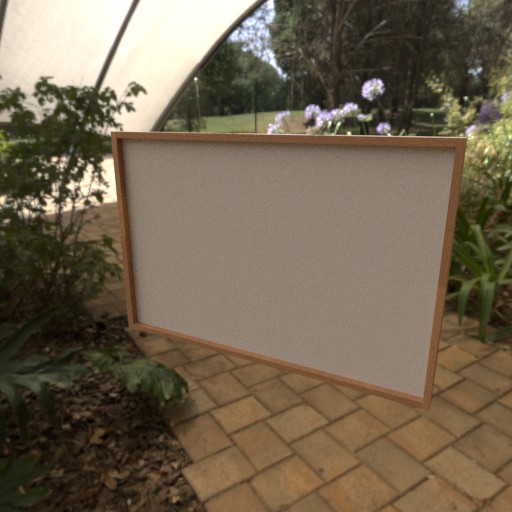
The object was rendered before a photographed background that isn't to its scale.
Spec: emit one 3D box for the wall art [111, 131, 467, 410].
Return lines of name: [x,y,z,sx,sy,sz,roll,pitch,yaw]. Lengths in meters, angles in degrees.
wall art: [0.000,0.000,1.142,0.914,0.607,0.023,9,19,26]
